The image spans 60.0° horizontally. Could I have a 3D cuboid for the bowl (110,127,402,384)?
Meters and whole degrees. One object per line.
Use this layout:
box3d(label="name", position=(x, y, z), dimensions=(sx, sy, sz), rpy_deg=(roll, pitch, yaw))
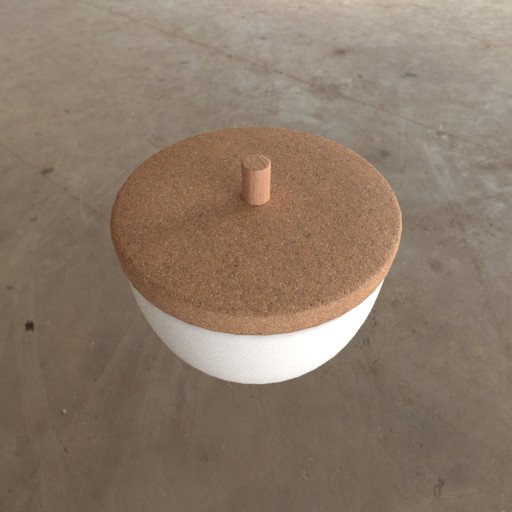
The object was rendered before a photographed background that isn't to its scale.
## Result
box3d(label="bowl", position=(0.000, 0.000, 0.220), dimensions=(0.126, 0.110, 0.126), rpy_deg=(0, 47, 0))
